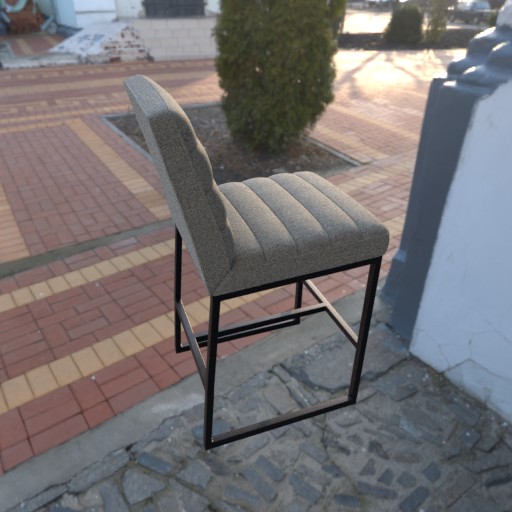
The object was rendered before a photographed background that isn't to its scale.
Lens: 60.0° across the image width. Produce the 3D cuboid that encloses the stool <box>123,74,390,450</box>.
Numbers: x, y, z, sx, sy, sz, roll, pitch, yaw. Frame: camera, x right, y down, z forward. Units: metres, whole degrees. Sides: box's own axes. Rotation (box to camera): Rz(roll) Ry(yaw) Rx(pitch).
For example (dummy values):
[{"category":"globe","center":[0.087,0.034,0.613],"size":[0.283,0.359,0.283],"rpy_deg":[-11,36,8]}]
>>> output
[{"category":"stool","center":[0.000,0.000,1.256],"size":[0.560,0.940,0.460],"rpy_deg":[-11,32,-17]}]
